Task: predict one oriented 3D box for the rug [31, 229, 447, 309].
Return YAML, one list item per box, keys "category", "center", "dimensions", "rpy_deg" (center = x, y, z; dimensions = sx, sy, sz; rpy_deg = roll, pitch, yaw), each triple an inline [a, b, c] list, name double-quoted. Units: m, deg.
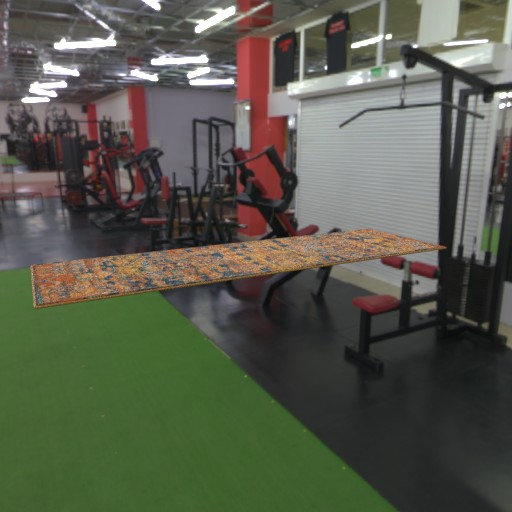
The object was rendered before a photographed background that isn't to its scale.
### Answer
- category: "rug"
  center: [0.000, 0.000, 2.004]
  dimensions: [1.820, 0.013, 0.556]
  rpy_deg: [-7, 16, -26]
